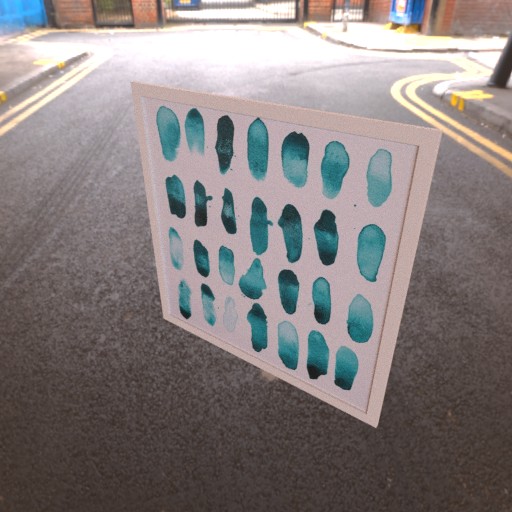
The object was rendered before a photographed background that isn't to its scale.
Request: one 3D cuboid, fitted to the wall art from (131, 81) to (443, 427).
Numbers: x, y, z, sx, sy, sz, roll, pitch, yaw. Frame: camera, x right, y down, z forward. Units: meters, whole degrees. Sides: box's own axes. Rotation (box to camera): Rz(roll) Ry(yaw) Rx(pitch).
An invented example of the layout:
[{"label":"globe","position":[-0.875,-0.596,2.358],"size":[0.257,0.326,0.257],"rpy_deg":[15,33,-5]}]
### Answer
[{"label":"wall art","position":[0.000,0.000,1.204],"size":[0.812,0.813,0.013],"rpy_deg":[20,37,29]}]
